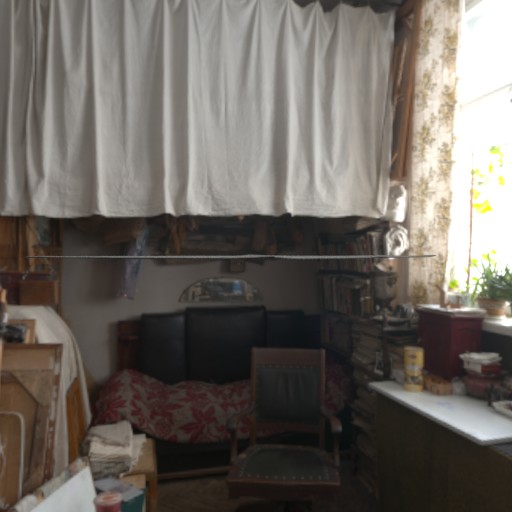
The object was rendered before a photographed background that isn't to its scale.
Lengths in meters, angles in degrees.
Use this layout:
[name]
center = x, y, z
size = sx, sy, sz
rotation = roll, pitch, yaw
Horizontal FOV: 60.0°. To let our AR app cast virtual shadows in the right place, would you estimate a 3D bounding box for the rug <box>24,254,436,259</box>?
[rug]
center = 0.000, 0.000, 3.942
size = 2.343, 0.026, 2.925
rotation = 0, 0, 36
